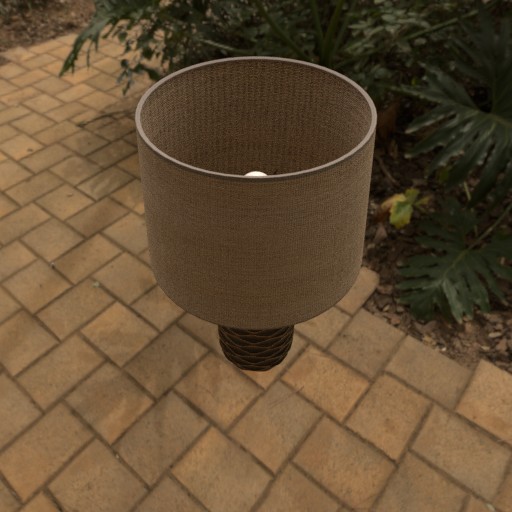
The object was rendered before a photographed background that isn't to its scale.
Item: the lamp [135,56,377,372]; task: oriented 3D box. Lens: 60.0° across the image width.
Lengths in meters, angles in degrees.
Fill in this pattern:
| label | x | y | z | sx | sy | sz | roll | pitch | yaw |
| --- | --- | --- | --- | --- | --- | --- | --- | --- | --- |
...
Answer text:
| label | x | y | z | sx | sy | sz | roll | pitch | yaw |
| --- | --- | --- | --- | --- | --- | --- | --- | --- | --- |
| lamp | 0.000 | 0.000 | 0.820 | 0.376 | 0.594 | 0.376 | 0 | 47 | 0 |
